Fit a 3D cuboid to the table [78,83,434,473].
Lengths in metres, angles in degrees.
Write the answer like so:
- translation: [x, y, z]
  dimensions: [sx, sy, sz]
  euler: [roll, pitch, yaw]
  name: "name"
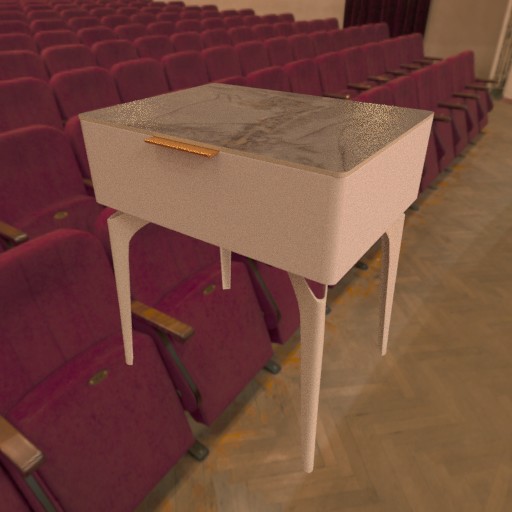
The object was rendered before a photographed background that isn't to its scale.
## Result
- translation: [0.000, 0.000, 0.909]
  dimensions: [0.500, 0.570, 0.400]
  euler: [20, 36, 29]
  name: "table"
